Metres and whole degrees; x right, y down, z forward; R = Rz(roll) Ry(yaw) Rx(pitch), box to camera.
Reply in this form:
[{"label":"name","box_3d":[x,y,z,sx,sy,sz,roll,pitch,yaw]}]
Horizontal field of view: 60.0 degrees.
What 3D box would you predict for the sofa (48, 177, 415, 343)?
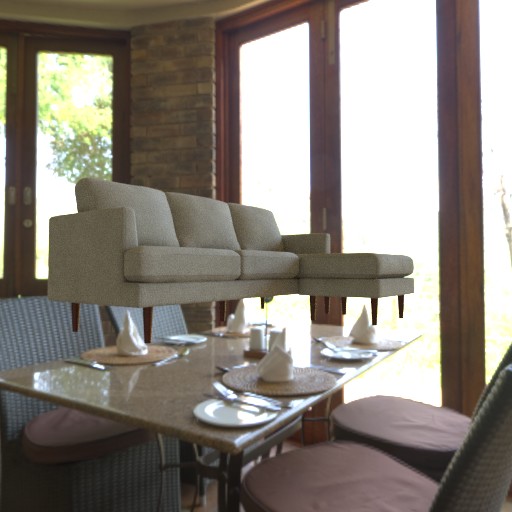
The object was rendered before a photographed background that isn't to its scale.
[{"label":"sofa","box_3d":[0.000,0.000,3.109,1.504,0.956,2.233,-1,-2,37]}]
